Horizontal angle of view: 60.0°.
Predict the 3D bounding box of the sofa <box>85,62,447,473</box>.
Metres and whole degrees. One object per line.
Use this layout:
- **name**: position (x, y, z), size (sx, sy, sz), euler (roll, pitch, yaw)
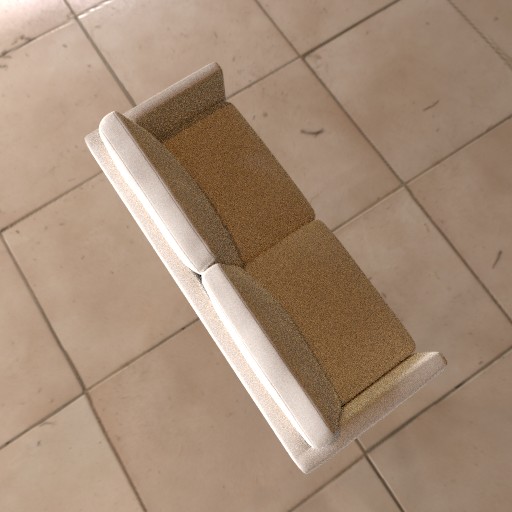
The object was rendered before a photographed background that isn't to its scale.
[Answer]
- **sofa**: position (0.000, 0.000, 2.587), size (0.924, 0.933, 2.139), euler (-34, 78, -8)
